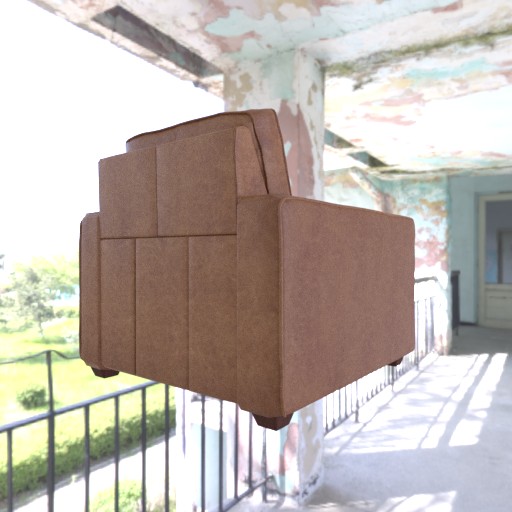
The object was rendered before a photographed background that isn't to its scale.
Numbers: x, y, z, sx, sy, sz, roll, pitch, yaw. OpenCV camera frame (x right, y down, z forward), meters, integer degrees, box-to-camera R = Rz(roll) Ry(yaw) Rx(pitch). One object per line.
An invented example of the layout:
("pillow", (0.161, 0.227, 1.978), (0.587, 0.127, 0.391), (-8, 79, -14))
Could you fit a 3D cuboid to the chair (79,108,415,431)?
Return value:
("chair", (0.000, 0.000, 1.753), (0.987, 0.901, 1.027), (0, 0, 35))
